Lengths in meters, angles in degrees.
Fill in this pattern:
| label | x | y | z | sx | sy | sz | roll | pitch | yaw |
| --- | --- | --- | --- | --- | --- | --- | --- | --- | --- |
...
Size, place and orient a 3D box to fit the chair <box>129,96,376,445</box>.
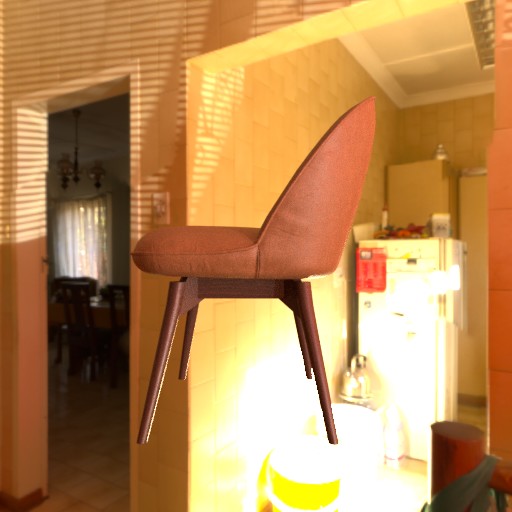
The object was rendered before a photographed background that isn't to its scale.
| label | x | y | z | sx | sy | sz | roll | pitch | yaw |
| --- | --- | --- | --- | --- | --- | --- | --- | --- | --- |
| chair | 0.000 | 0.000 | 1.237 | 0.631 | 0.831 | 0.521 | 0 | 1 | 1 |
